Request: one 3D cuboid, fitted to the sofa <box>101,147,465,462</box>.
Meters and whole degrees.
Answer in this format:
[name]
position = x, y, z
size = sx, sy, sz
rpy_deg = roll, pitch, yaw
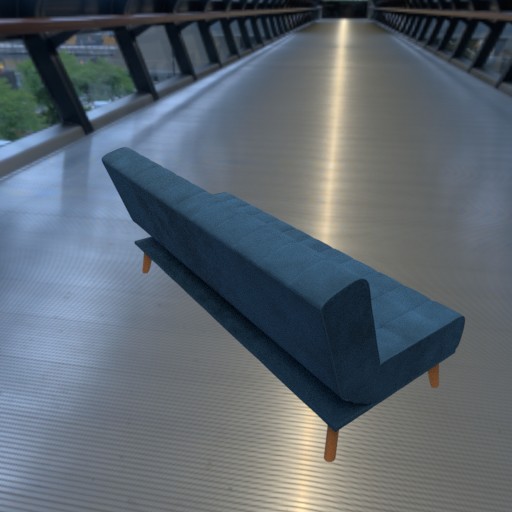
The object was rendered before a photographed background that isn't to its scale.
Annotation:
[sofa]
position = 0.000, 0.000, 2.239
size = 0.855, 0.813, 1.804
rpy_deg = -19, 33, -31
